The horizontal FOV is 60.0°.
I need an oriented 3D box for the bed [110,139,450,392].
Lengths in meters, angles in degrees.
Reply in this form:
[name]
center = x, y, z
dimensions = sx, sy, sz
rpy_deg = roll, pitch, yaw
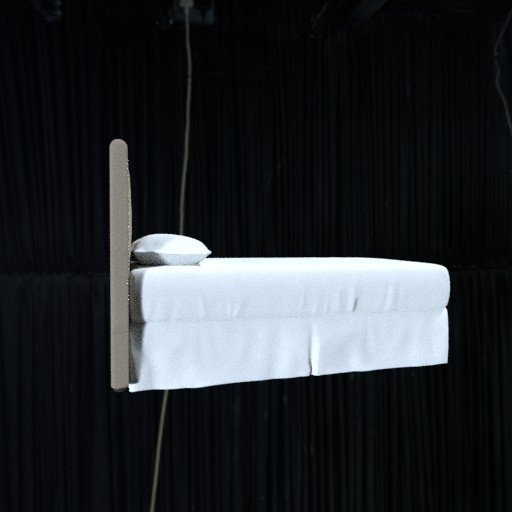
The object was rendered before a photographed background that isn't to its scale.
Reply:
[bed]
center = 0.000, 0.000, 3.544
dimensions = 2.182, 1.421, 2.083
rpy_deg = 0, 1, -17
